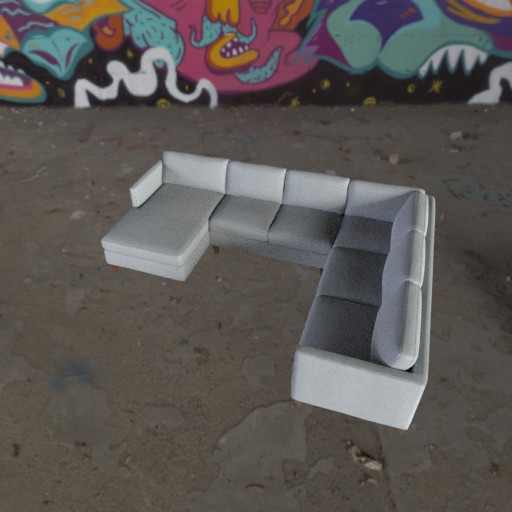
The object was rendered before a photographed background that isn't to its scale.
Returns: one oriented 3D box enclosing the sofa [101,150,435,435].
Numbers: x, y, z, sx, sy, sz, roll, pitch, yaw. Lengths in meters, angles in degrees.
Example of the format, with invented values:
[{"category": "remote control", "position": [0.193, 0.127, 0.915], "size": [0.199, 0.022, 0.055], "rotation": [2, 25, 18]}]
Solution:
[{"category": "sofa", "position": [0.000, 0.000, 4.393], "size": [3.238, 0.853, 2.551], "rotation": [12, 41, 14]}]
